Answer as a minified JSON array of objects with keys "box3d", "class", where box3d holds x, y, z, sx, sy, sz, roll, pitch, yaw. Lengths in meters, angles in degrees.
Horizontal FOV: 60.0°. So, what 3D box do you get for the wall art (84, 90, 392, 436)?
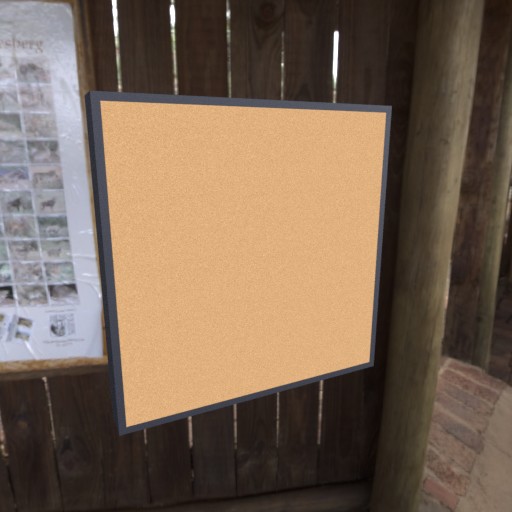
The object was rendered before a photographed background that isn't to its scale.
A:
[{"box3d":[0.000,0.000,0.459,0.304,0.304,0.038,-7,16,-26],"class":"wall art"}]
